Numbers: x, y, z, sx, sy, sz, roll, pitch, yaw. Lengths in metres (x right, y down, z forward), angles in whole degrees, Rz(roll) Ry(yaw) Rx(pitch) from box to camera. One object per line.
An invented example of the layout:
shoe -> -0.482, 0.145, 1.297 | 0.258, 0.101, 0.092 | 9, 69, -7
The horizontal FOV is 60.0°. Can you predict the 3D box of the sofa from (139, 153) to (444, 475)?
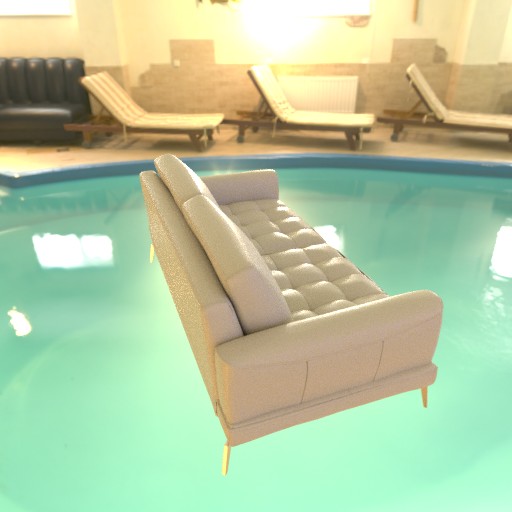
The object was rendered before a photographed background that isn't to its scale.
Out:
sofa -> 0.000, 0.000, 2.758 | 1.121, 0.930, 2.177 | -10, 31, -18
